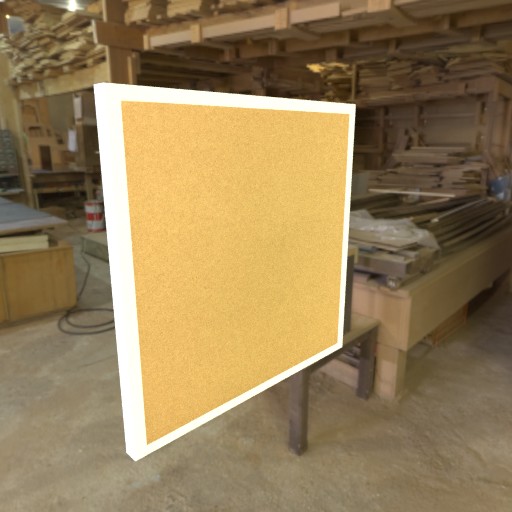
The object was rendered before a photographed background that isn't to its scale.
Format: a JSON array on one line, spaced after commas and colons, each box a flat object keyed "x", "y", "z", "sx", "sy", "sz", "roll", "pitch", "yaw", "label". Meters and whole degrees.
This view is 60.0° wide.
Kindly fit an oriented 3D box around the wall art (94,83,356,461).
[{"x": 0.000, "y": 0.000, "z": 1.123, "sx": 0.763, "sy": 0.761, "sz": 0.038, "roll": -14, "pitch": 21, "yaw": -43, "label": "wall art"}]
